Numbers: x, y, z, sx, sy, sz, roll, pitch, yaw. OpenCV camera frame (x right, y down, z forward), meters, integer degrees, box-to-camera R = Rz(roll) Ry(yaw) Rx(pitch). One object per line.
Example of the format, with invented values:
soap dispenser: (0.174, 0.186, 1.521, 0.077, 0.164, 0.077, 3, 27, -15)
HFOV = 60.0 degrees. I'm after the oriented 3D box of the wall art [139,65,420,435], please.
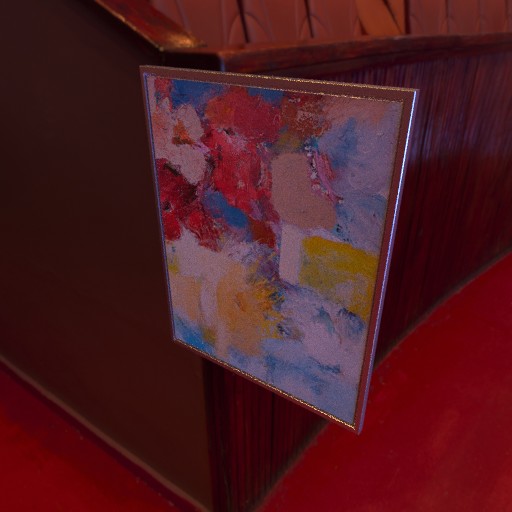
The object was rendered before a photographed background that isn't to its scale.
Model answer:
wall art: (0.000, 0.000, 1.379, 0.816, 1.046, 0.030, 18, 34, 29)
